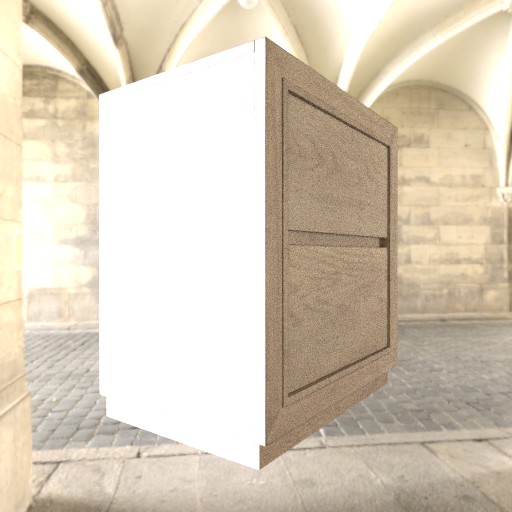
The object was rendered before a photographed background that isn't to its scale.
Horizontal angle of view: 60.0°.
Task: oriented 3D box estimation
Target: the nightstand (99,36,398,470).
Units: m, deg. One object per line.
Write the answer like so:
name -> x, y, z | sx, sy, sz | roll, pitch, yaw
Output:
nightstand -> 0.000, 0.000, 1.063 | 0.483, 0.673, 0.612 | 0, 0, 36
